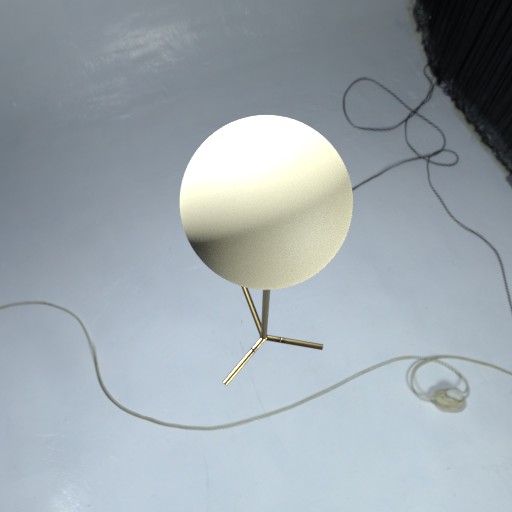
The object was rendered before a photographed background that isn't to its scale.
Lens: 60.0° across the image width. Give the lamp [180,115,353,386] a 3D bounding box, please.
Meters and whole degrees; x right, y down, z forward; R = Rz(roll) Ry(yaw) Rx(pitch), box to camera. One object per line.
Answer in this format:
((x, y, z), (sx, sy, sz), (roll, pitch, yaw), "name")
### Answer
((0.000, 0.000, 0.661), (0.210, 0.552, 0.251), (-18, 64, -9), "lamp")
